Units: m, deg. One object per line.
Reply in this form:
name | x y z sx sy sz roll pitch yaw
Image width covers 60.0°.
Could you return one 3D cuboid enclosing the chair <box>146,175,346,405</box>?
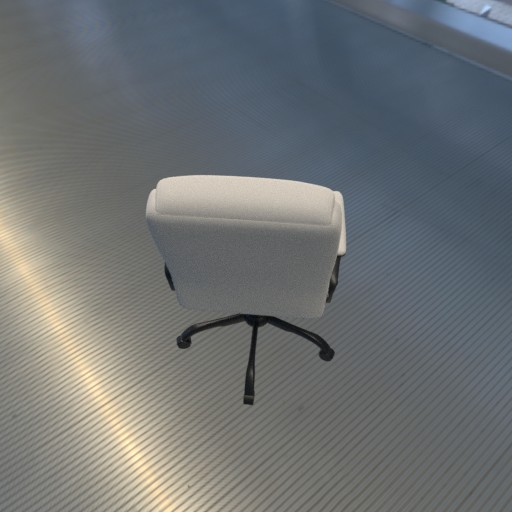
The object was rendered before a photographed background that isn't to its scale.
chair | 0.000 0.000 1.506 0.663 1.065 0.669 4 49 4
